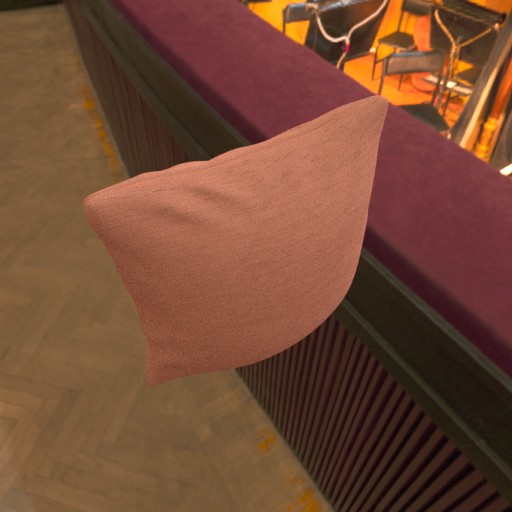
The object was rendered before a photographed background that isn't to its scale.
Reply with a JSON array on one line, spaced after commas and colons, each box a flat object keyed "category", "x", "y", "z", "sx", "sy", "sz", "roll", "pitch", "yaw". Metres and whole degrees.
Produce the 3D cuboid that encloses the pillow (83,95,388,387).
[{"category": "pillow", "x": 0.000, "y": 0.000, "z": 0.685, "sx": 0.432, "sy": 0.415, "sz": 0.246, "roll": -25, "pitch": 52, "yaw": -21}]
